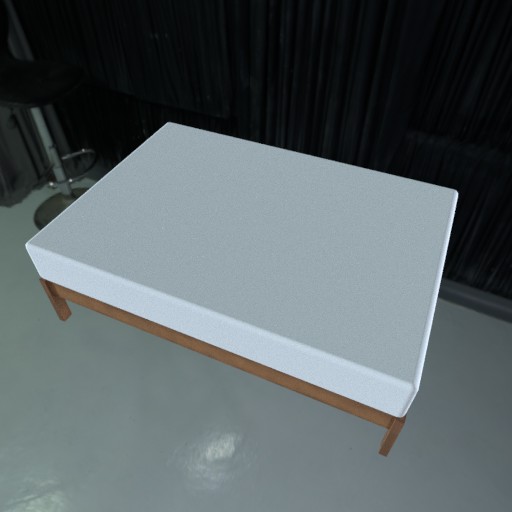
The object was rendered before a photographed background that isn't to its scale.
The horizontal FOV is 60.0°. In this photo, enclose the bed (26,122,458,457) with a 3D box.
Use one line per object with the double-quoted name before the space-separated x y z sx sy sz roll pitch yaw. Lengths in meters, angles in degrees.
"bed" 0.000 0.000 2.548 1.927 0.616 1.348 18 48 17
